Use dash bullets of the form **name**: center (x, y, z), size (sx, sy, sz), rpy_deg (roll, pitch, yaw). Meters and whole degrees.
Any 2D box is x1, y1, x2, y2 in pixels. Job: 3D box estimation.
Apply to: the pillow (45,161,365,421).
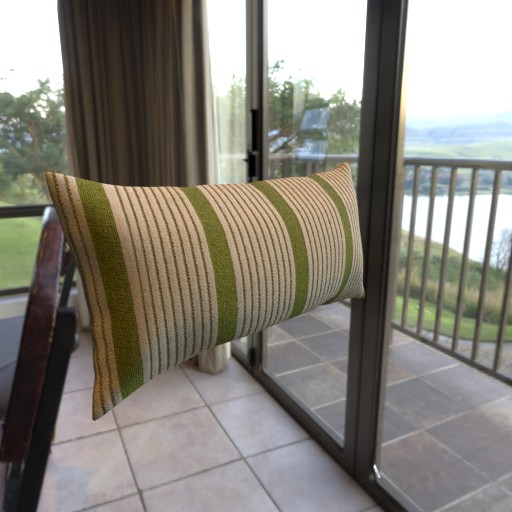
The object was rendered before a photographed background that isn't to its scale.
- **pillow**: center (0.000, 0.000, 0.721), size (0.156, 0.292, 0.608), rpy_deg (14, 20, 43)
